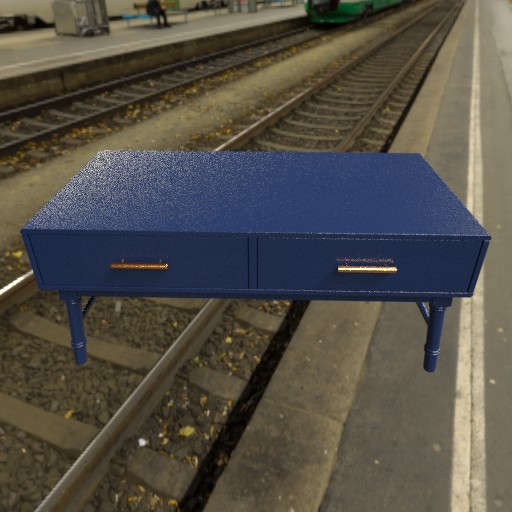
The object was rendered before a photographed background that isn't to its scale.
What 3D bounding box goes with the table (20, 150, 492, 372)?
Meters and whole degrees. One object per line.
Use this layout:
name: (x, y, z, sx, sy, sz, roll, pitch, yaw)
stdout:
table: (0.000, 0.000, 1.343, 1.067, 0.457, 0.572, 1, 32, 1)
